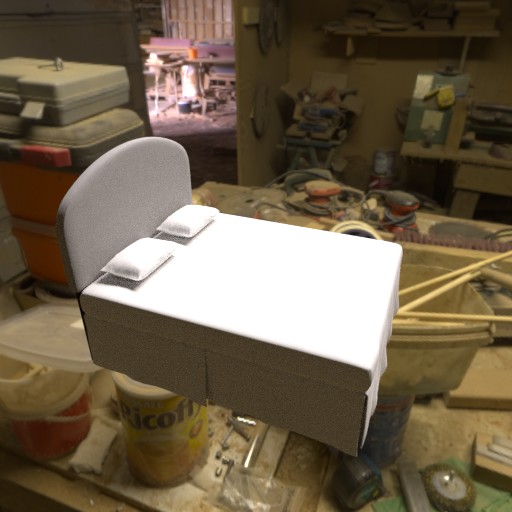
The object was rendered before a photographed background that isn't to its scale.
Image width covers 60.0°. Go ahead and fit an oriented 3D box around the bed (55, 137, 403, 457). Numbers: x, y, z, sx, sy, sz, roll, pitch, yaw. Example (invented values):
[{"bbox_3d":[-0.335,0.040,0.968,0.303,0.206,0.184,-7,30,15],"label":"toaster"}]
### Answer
[{"bbox_3d":[0.000,0.000,3.128,2.005,1.410,1.607,11,32,19],"label":"bed"}]
